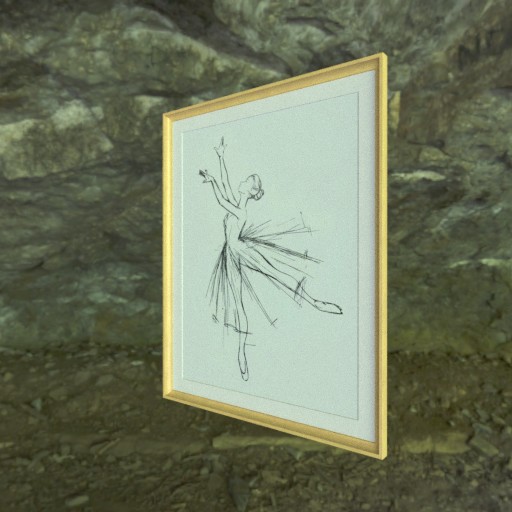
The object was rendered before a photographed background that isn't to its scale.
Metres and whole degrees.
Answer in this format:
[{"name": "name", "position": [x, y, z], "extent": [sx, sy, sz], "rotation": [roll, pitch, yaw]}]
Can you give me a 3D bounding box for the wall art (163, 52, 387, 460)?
[{"name": "wall art", "position": [0.000, 0.000, 1.339], "extent": [0.798, 1.002, 0.030], "rotation": [0, 0, 37]}]
